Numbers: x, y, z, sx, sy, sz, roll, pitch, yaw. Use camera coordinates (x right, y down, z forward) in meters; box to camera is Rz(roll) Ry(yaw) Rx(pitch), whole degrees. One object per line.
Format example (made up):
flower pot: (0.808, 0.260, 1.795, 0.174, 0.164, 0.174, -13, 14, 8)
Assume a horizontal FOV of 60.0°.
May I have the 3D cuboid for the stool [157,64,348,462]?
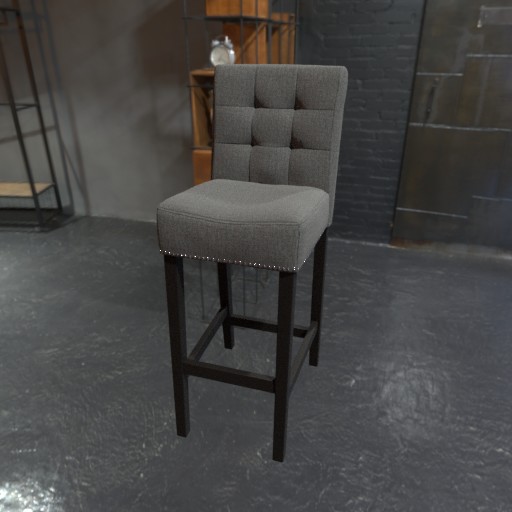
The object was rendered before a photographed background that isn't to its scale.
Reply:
stool: (0.000, 0.000, 1.345, 0.411, 1.047, 0.548, 8, 27, 15)
